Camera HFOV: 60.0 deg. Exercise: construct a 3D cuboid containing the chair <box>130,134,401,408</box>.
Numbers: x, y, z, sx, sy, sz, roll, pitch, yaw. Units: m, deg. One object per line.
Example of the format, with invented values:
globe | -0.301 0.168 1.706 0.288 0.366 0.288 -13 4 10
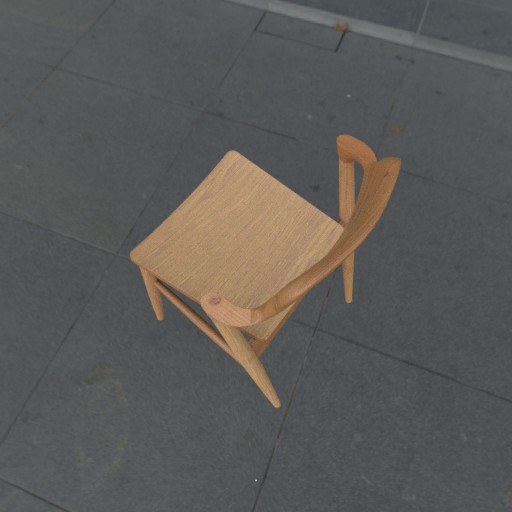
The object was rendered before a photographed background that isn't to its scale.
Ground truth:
chair | 0.000 0.000 1.159 0.499 0.792 0.512 33 68 16
